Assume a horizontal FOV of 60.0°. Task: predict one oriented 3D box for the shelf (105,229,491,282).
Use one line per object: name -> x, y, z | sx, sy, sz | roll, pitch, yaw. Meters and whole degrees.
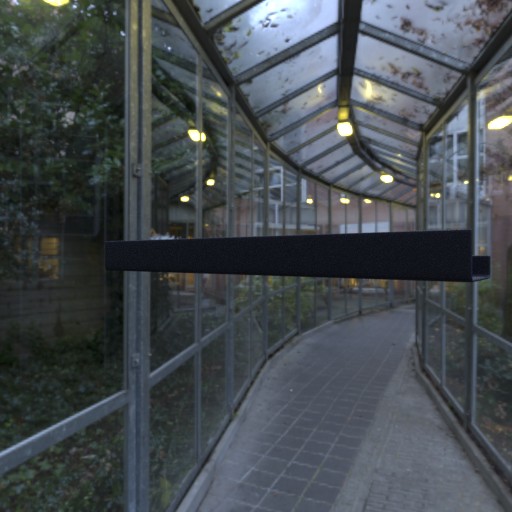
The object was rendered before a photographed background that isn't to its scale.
shelf -> 0.000, 0.000, 0.656 | 0.605, 0.053, 0.102 | 0, 0, 37
